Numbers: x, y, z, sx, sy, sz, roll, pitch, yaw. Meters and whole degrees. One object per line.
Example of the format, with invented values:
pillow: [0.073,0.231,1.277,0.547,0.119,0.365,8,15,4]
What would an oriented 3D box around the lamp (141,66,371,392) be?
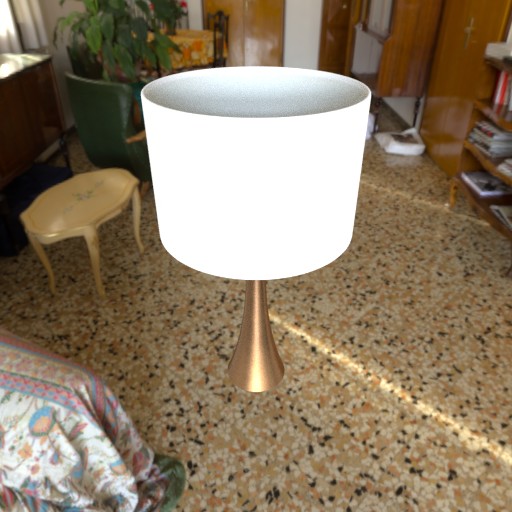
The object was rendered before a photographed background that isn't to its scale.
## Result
lamp: [0.000,0.000,0.657,0.268,0.479,0.268,-22,39,-30]
